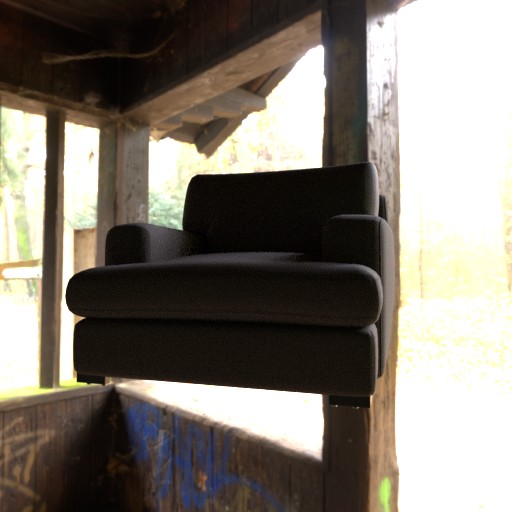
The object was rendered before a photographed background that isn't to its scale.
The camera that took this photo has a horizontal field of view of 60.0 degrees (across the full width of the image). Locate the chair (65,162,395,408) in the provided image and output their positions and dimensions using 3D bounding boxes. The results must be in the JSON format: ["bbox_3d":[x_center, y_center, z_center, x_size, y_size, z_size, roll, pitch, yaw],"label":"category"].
[{"bbox_3d":[0.000,0.000,1.955,1.168,0.940,1.143,-1,-2,17],"label":"chair"}]
